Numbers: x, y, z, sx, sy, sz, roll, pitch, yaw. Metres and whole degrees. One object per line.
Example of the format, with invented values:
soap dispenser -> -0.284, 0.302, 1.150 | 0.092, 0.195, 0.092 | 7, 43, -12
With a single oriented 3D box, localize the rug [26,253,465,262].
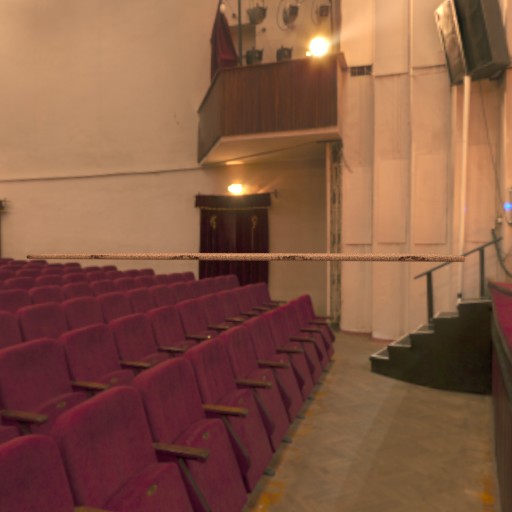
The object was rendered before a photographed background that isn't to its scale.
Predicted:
rug -> 0.000, 0.000, 3.456 | 2.743, 0.030, 1.778 | 0, 1, 17
